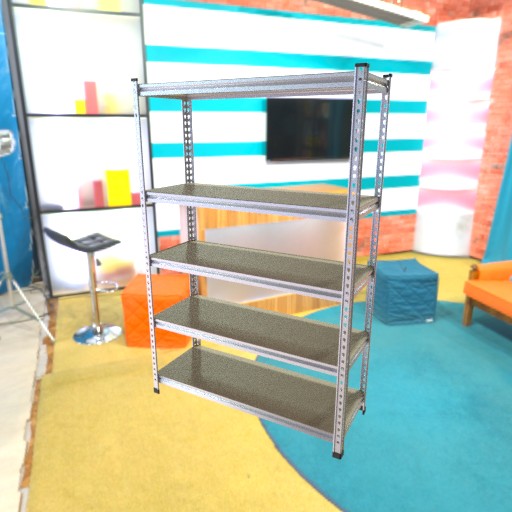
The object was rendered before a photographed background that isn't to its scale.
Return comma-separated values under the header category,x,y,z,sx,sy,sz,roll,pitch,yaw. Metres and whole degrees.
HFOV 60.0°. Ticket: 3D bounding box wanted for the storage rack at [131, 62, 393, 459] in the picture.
category,x,y,z,sx,sy,sz,roll,pitch,yaw
storage rack,0.000,0.000,2.424,1.219,1.829,0.457,9,18,28
